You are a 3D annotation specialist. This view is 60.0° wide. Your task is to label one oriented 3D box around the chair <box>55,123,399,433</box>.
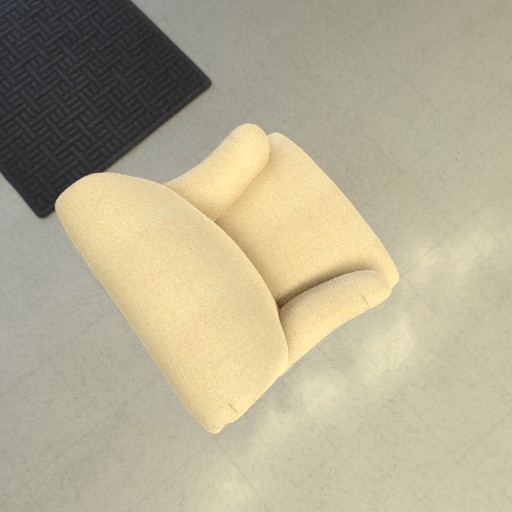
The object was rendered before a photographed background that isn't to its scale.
[{"bbox_3d":[0.000,0.000,1.558,0.842,0.944,0.766,-36,79,-8],"label":"chair"}]
